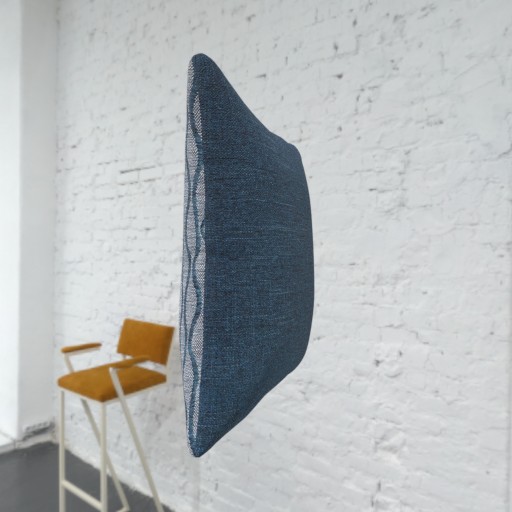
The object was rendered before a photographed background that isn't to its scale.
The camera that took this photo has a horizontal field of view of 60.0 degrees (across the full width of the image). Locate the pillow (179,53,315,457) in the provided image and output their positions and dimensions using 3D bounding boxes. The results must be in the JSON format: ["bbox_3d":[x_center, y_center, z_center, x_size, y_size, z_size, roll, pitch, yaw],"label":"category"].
[{"bbox_3d":[0.000,0.000,0.675,0.159,0.435,0.435,0,0,18],"label":"pillow"}]
